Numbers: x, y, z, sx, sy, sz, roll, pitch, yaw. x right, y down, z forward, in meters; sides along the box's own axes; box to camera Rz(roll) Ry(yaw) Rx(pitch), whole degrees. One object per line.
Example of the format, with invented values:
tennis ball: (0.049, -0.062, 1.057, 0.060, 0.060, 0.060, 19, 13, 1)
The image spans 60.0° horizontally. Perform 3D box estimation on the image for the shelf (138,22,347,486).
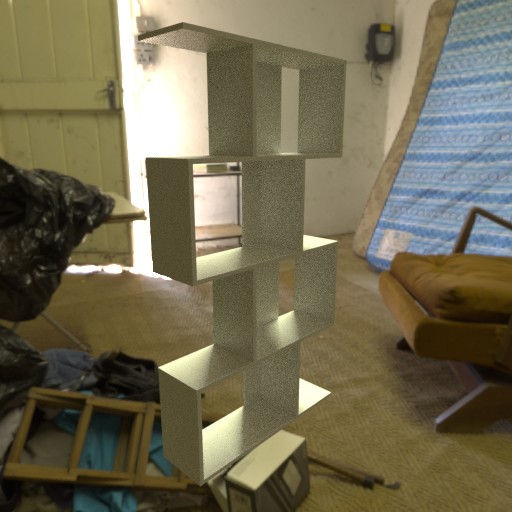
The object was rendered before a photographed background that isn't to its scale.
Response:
shelf: (0.000, 0.000, 1.921, 0.250, 1.650, 0.890, 13, 20, 42)
